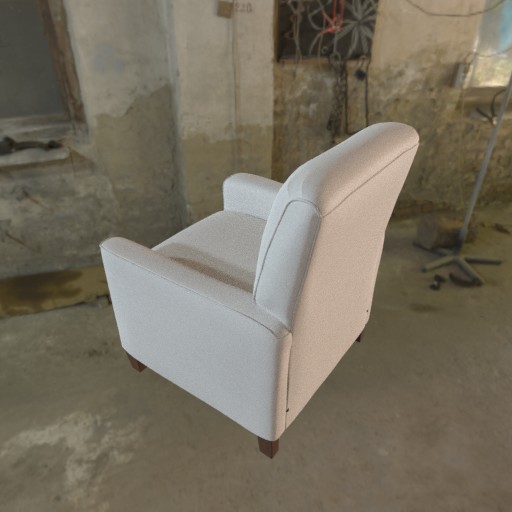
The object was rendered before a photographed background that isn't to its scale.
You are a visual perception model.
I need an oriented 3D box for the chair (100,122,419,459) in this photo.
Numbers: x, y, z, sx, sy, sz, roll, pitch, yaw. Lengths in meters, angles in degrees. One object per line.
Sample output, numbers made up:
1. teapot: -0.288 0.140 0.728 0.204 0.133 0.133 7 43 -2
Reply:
1. chair: 0.000 0.000 1.674 0.858 1.028 0.841 22 39 29
